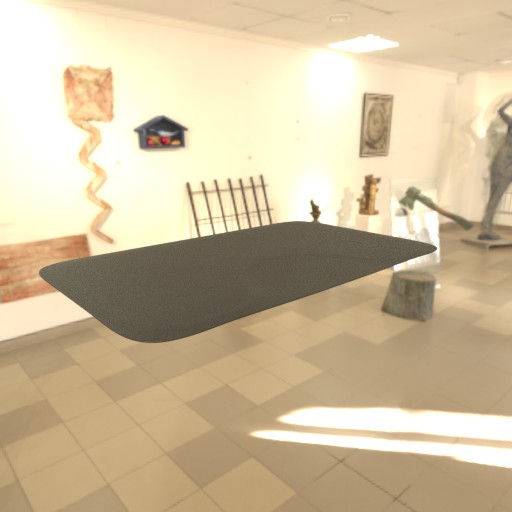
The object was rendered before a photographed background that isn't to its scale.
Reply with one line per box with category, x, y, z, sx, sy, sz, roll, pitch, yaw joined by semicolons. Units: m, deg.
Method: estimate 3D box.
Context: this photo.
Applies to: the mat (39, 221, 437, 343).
mat;0.000;0.000;1.852;1.524;0.013;0.918;-13;20;-40
